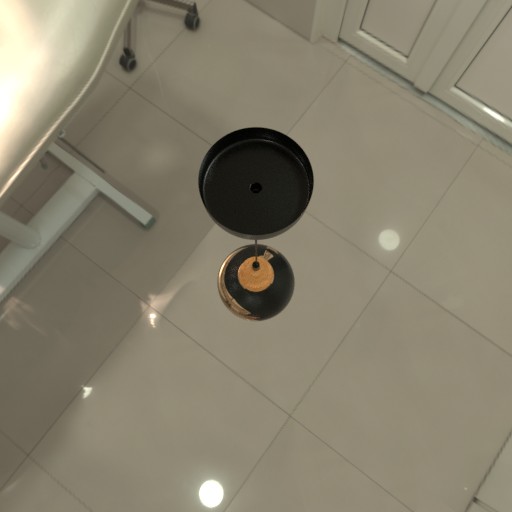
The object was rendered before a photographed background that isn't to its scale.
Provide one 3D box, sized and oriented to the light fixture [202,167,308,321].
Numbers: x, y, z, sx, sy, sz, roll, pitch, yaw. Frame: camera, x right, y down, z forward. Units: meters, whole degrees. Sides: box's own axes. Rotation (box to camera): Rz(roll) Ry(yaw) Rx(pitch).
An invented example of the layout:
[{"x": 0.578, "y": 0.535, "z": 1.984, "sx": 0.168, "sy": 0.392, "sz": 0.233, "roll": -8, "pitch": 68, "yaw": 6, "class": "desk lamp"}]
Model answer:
[{"x": 0.000, "y": 0.000, "z": 1.837, "sx": 0.430, "sy": 1.606, "sz": 0.430, "roll": 36, "pitch": 79, "yaw": 8, "class": "light fixture"}]
